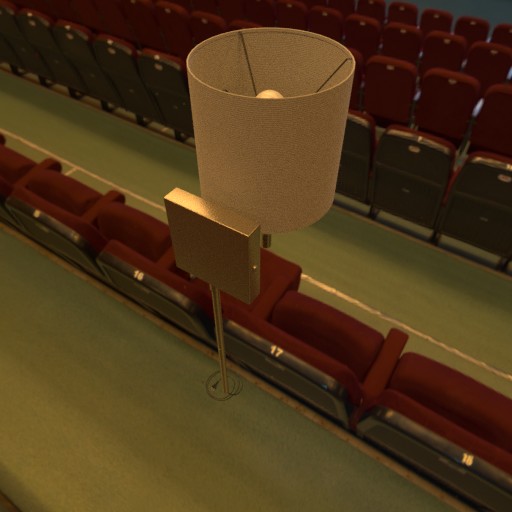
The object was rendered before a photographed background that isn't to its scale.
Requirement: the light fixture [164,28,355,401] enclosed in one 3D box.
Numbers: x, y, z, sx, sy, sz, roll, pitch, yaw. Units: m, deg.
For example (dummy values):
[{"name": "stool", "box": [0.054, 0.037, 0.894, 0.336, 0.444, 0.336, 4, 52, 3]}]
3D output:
[{"name": "light fixture", "box": [0.000, 0.000, 0.693, 0.188, 0.589, 0.248, 25, 51, 22]}]
